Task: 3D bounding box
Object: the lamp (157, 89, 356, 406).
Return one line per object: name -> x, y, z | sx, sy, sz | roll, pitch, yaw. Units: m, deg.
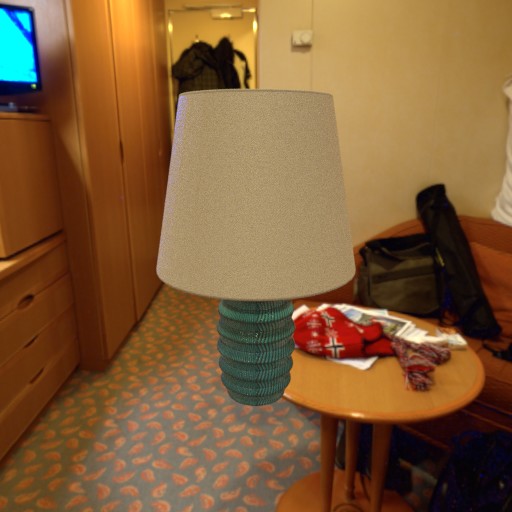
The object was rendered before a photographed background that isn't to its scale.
lamp -> 0.000, 0.000, 0.575 | 0.254, 0.392, 0.254 | 0, 16, 0
